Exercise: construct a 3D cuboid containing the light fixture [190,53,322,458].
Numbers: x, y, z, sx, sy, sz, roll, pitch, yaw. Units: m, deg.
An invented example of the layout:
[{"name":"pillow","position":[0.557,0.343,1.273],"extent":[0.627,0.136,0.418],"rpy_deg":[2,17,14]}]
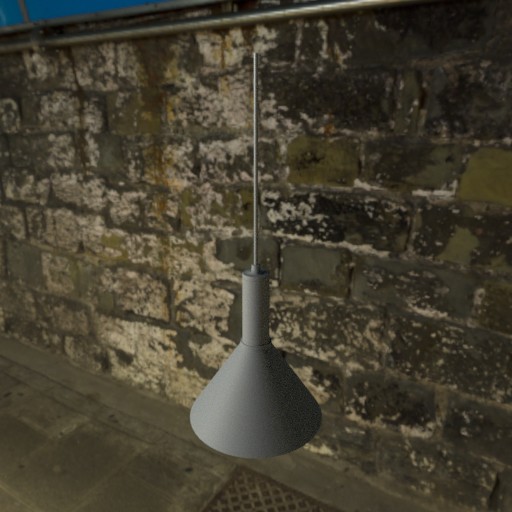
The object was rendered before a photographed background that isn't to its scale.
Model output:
[{"name":"light fixture","position":[0.000,0.000,0.812],"extent":[0.267,0.683,0.267],"rpy_deg":[-16,23,-43]}]
